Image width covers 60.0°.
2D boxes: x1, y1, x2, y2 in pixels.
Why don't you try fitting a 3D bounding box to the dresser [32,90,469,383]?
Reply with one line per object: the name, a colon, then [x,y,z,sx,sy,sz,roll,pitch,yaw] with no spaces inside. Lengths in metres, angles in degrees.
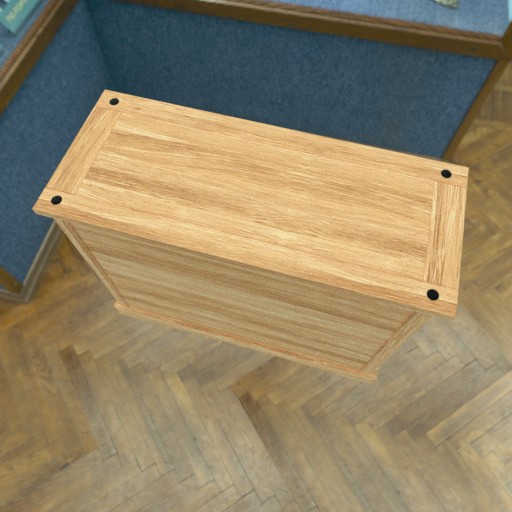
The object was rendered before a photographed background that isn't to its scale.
dresser: [0.000,0.000,1.406,0.990,0.740,0.410,14,64,7]
